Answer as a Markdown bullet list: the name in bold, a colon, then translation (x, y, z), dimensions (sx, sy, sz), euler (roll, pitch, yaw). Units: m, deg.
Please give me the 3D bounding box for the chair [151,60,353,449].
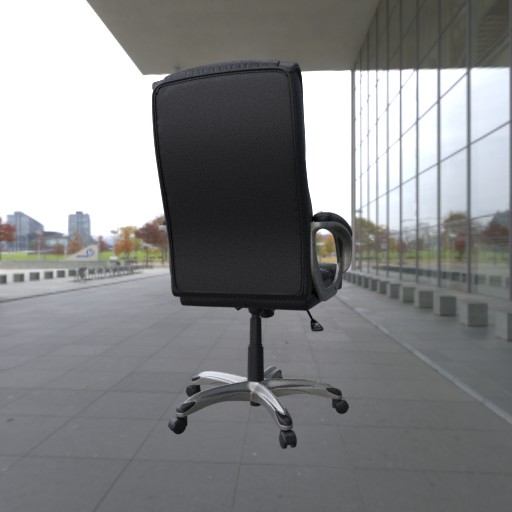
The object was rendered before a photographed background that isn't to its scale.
- **chair**: translation (0.000, 0.000, 1.642), dimensions (0.663, 1.155, 0.739), euler (0, 0, 18)
